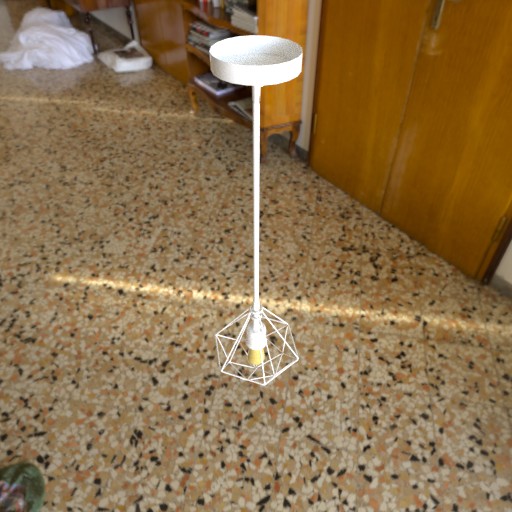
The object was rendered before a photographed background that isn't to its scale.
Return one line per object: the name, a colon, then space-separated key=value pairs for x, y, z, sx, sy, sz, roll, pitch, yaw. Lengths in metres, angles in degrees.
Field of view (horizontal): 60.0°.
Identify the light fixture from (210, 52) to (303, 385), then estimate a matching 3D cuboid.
light fixture: x=0.000 y=0.000 z=1.996 sx=0.487 sy=1.764 sz=0.431 roll=14 pitch=44 yaw=15
